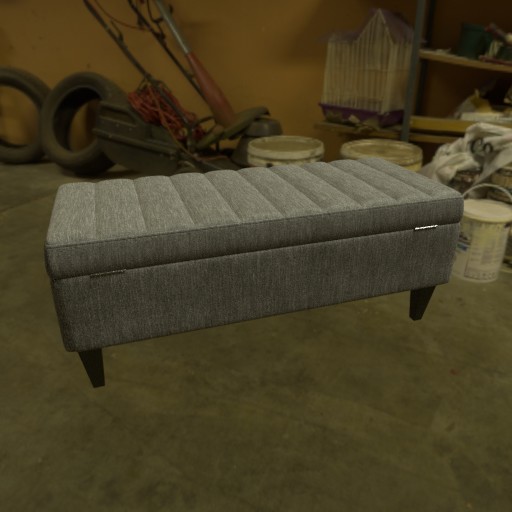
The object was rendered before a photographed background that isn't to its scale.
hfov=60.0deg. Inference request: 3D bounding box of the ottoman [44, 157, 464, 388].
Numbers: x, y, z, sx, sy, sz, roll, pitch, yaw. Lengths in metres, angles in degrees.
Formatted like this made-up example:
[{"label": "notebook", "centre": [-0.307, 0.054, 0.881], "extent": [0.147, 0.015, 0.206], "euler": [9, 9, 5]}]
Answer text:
[{"label": "ottoman", "centre": [0.000, 0.000, 1.416], "extent": [1.151, 0.469, 0.482], "euler": [-8, 27, -16]}]
